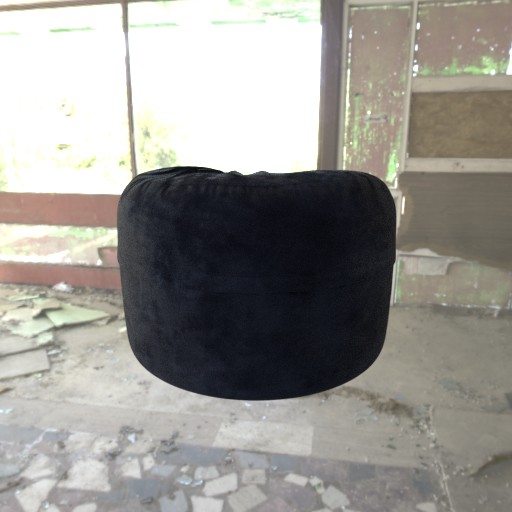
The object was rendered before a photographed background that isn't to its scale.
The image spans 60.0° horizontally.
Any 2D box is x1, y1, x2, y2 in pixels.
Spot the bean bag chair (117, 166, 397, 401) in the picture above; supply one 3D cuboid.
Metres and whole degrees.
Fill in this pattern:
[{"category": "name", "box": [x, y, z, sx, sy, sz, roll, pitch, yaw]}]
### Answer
[{"category": "bean bag chair", "box": [0.000, 0.000, 1.533, 0.918, 0.616, 0.918, 0, 15, 0]}]
